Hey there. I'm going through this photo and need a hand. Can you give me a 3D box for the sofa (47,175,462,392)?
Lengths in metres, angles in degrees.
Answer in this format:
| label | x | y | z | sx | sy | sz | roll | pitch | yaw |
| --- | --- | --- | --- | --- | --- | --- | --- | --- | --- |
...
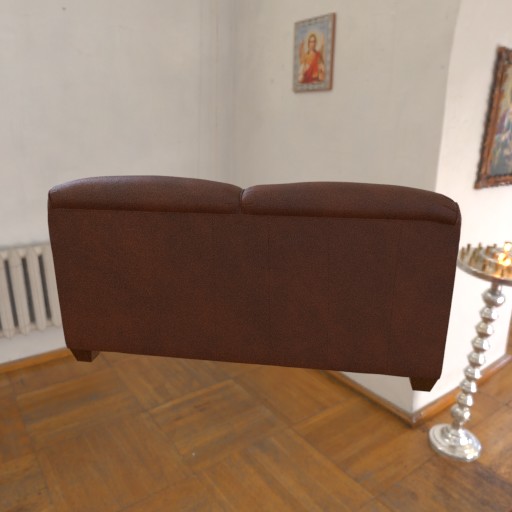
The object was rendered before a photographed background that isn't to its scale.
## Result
| label | x | y | z | sx | sy | sz | roll | pitch | yaw |
| --- | --- | --- | --- | --- | --- | --- | --- | --- | --- |
| sofa | 0.000 | 0.000 | 2.466 | 1.856 | 0.966 | 1.000 | 3 | 17 | 9 |
